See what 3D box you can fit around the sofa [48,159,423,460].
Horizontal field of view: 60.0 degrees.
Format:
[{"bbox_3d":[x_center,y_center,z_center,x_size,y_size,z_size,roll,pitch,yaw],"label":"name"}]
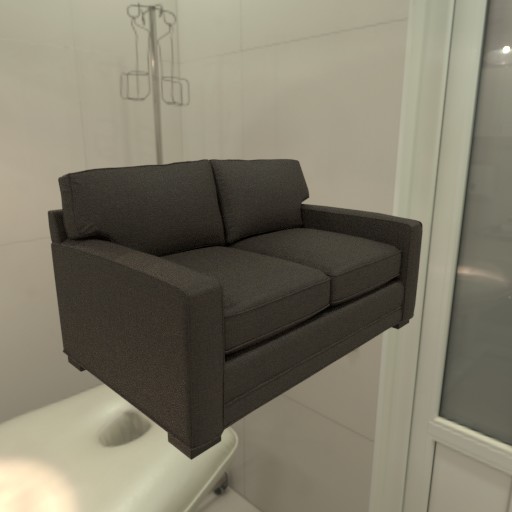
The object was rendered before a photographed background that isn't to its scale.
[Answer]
[{"bbox_3d":[0.000,0.000,2.120,0.974,0.887,1.534,14,20,42],"label":"sofa"}]
